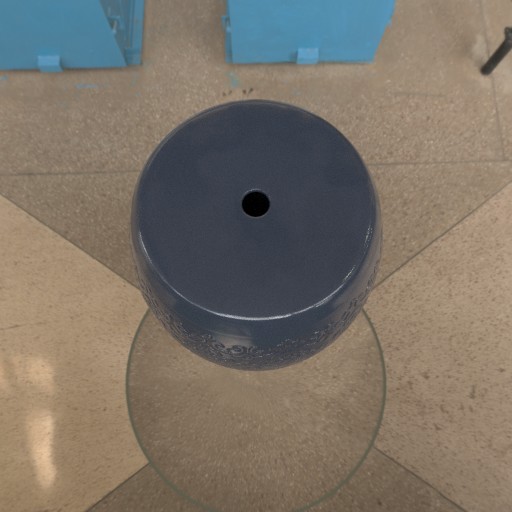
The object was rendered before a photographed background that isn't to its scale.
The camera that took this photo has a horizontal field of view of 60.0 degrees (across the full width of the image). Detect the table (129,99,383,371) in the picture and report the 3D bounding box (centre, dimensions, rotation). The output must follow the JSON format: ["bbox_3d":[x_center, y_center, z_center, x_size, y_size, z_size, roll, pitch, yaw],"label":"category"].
[{"bbox_3d":[0.000,0.000,0.615,0.309,0.397,0.309,0,75,0],"label":"table"}]
